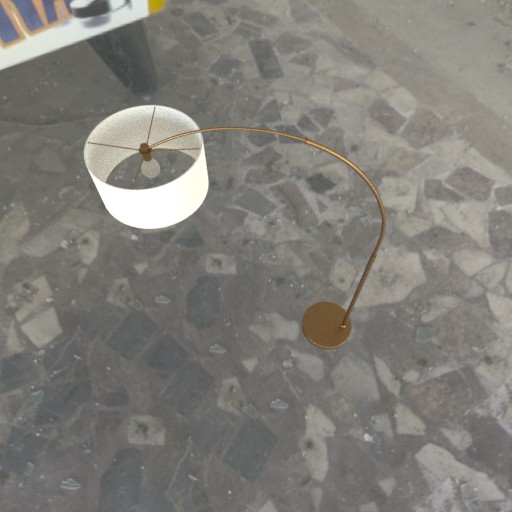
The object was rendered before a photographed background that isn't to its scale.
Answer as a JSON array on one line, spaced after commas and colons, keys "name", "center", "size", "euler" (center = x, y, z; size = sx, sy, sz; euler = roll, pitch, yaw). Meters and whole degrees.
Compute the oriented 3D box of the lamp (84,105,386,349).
[{"name": "lamp", "center": [0.000, 0.000, 2.555], "size": [1.434, 1.927, 0.493], "euler": [4, 59, 2]}]
